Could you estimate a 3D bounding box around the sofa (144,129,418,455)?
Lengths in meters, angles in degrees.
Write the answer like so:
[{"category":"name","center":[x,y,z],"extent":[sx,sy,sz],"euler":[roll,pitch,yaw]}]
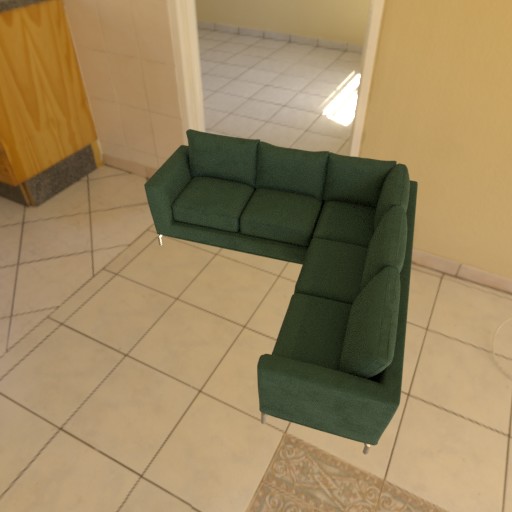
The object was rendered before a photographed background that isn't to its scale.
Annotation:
[{"category":"sofa","center":[0.000,0.000,3.788],"extent":[2.468,1.004,2.452],"euler":[12,43,13]}]
